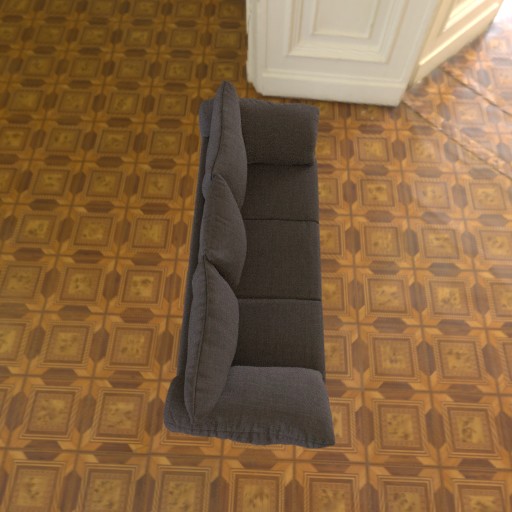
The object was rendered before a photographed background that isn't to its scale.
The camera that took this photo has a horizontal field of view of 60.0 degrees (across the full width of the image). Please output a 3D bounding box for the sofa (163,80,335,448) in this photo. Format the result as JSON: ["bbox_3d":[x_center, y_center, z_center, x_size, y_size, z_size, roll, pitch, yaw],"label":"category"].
[{"bbox_3d":[0.000,0.000,2.932,0.883,1.080,2.336,2,64,1],"label":"sofa"}]
